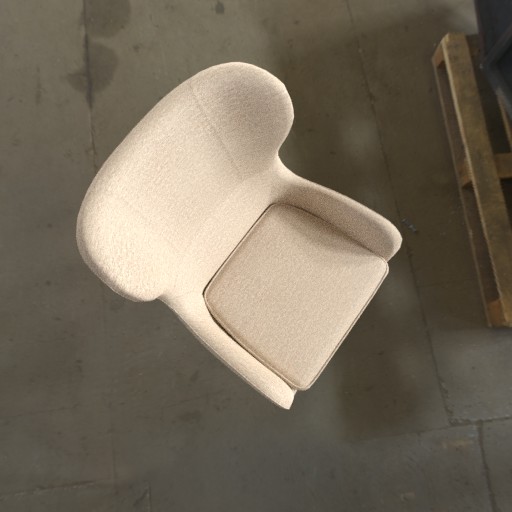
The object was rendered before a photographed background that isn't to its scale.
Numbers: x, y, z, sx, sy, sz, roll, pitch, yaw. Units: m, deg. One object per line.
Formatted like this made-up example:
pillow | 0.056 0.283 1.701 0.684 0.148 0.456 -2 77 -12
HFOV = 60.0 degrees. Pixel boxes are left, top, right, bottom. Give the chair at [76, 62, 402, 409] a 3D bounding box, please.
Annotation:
chair | 0.000 0.000 1.814 0.984 1.064 0.861 36 79 8
